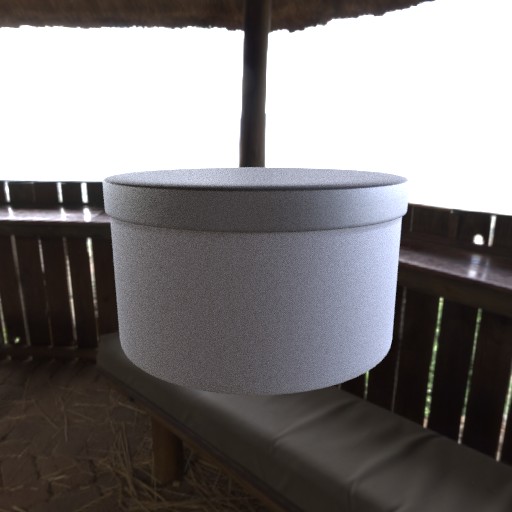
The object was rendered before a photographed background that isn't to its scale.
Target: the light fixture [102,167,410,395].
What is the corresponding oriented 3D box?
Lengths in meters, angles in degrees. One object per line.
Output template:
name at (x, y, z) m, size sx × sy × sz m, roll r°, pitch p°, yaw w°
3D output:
light fixture at (0.000, 0.000, 0.625) m, size 0.393 × 0.229 × 0.393 m, roll 0°, pitch 14°, yaw 0°
